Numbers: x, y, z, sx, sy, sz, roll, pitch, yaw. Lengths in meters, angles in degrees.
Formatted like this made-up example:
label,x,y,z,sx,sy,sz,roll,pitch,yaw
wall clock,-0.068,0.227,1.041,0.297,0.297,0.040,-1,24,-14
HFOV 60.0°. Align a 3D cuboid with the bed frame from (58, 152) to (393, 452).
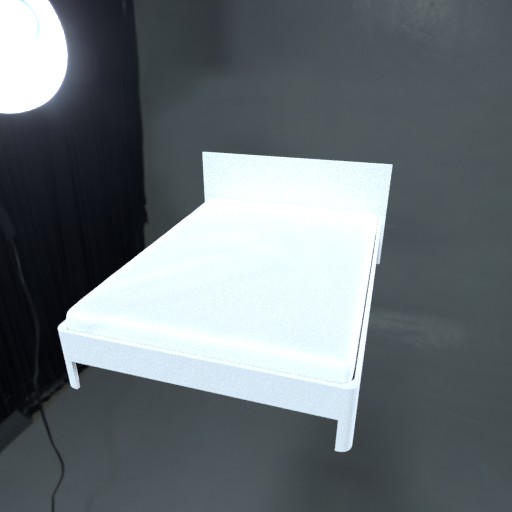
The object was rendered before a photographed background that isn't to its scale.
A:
label,x,y,z,sx,sy,sz,roll,pitch,yaw
bed frame,0.000,0.000,2.757,1.490,0.800,1.950,7,26,15
